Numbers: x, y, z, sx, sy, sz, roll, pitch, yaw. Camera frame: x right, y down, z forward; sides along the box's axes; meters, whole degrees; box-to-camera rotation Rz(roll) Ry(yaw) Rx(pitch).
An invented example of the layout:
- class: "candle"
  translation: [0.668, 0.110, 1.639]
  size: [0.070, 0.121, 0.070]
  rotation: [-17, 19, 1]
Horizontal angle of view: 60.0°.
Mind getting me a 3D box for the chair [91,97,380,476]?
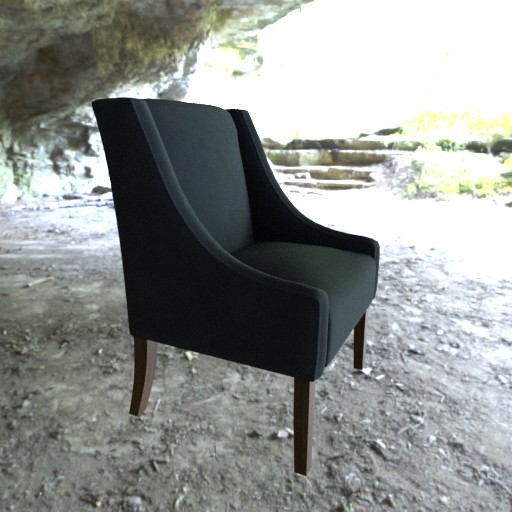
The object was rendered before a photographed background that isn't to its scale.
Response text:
- class: "chair"
  translation: [0.000, 0.000, 1.339]
  size: [0.629, 0.895, 0.629]
  rotation: [8, 17, 26]
